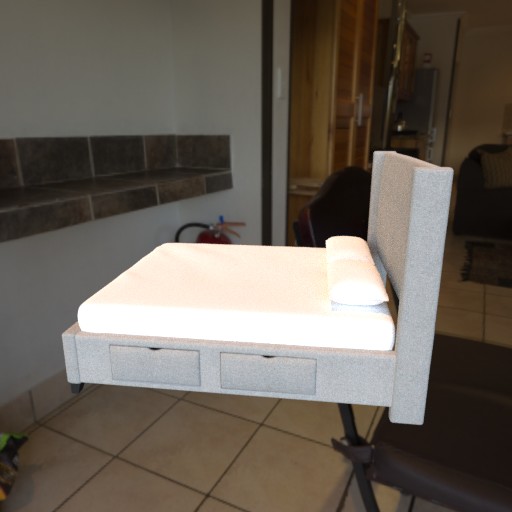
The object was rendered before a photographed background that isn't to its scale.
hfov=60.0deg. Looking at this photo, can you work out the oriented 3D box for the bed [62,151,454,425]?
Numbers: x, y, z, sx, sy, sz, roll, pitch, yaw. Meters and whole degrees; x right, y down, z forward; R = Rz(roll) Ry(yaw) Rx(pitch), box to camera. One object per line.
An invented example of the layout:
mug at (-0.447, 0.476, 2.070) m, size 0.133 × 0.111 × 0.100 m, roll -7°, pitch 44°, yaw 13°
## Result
bed at (0.000, 0.000, 3.373) m, size 2.222 × 1.491 × 1.774 m, roll 2°, pitch 16°, yaw 8°
